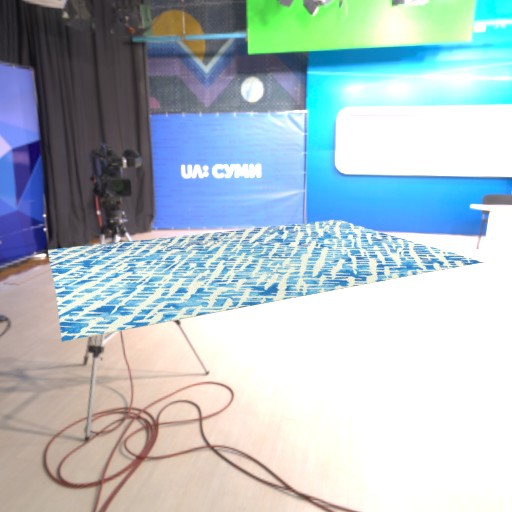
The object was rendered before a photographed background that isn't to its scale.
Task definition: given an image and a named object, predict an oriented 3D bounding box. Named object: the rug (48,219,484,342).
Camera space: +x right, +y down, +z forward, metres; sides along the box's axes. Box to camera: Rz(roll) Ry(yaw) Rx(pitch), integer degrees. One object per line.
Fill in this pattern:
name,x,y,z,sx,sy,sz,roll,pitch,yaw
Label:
rug,0.000,0.000,2.915,2.447,0.011,1.520,-8,18,-25
